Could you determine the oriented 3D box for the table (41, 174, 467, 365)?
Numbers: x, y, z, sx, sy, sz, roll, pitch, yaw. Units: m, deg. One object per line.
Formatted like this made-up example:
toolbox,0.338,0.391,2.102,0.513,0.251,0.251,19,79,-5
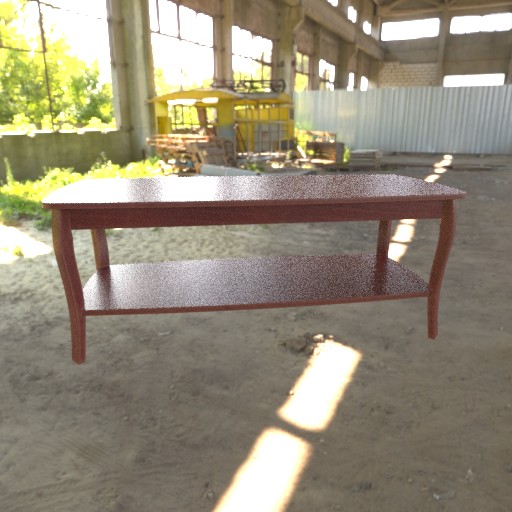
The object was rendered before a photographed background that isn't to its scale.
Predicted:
table,0.000,0.000,1.495,1.216,0.473,0.561,-2,17,-8
